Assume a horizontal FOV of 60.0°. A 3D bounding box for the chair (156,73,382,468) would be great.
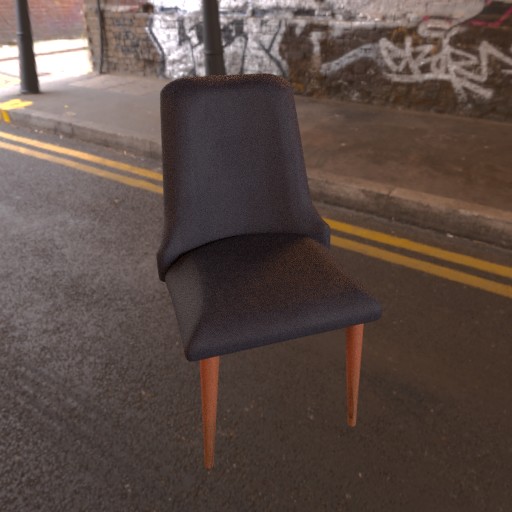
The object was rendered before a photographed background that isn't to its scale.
[{"bbox_3d":[0.000,0.000,1.171,0.504,0.820,0.567,-9,32,-15],"label":"chair"}]
